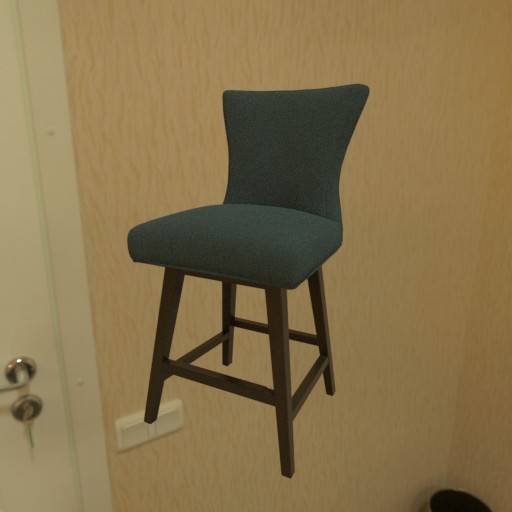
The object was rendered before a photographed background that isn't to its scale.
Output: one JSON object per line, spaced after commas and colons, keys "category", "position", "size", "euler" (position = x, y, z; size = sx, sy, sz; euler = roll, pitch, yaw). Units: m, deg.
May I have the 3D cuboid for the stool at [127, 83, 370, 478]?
{"category": "stool", "position": [0.000, 0.000, 1.349], "size": [0.514, 1.000, 0.574], "euler": [8, 18, 27]}
